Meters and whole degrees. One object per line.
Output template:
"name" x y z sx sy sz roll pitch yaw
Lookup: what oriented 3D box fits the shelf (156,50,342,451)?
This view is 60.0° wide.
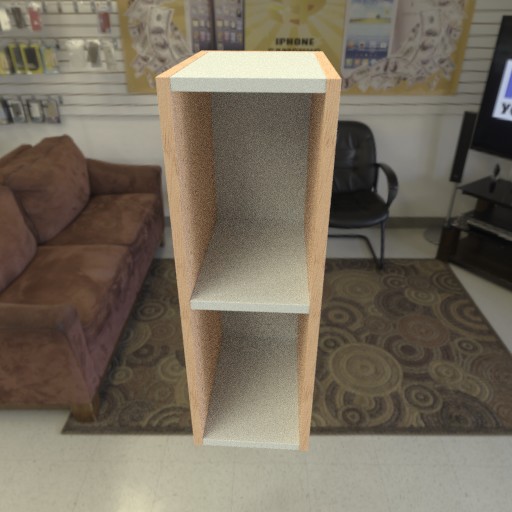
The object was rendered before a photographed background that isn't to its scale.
"shelf" 0.000 0.000 0.743 0.200 0.600 0.290 2 30 3
